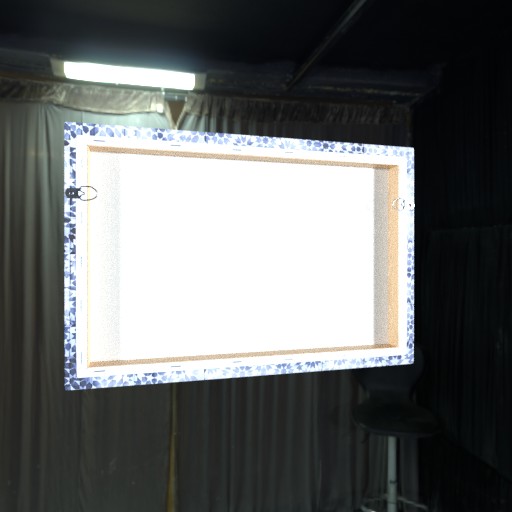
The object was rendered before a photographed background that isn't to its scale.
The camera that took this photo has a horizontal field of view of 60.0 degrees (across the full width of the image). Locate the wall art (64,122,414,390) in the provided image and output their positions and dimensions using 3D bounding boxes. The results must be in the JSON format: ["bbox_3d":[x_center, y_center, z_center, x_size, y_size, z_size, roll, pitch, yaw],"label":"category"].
[{"bbox_3d":[0.000,0.000,1.146,0.911,0.608,0.057,0,0,-16],"label":"wall art"}]
